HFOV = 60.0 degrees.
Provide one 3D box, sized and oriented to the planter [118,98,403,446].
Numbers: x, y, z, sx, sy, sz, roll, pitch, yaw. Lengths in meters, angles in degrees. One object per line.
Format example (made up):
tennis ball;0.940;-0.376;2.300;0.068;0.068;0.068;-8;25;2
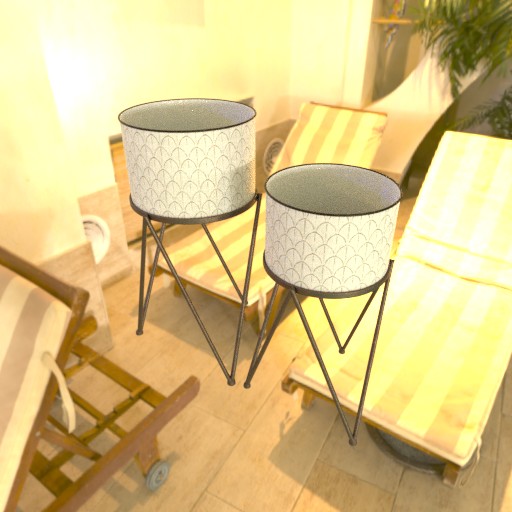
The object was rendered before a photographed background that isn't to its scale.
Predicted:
planter;0.000;0.000;1.186;0.769;0.712;0.413;20;36;29
